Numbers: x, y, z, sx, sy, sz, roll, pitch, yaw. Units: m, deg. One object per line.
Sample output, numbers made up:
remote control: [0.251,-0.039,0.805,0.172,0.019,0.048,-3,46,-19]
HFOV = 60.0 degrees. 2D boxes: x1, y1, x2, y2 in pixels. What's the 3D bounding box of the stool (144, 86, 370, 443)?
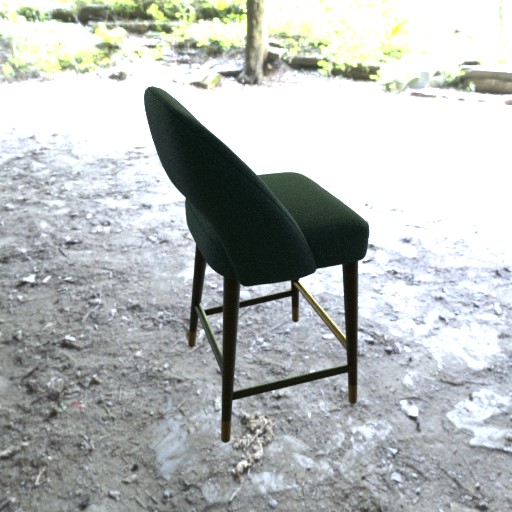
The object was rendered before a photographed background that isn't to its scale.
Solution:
stool: [0.000,0.000,1.286,0.522,0.939,0.536,-10,32,-17]
